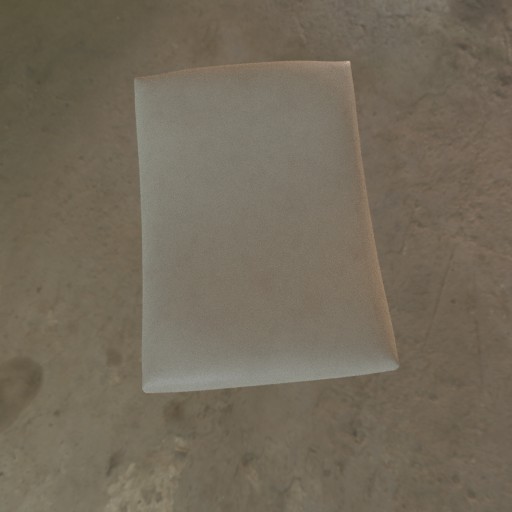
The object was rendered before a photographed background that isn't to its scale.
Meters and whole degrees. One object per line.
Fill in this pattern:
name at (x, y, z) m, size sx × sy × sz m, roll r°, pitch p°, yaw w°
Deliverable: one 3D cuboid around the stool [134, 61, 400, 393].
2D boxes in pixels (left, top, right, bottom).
stool at (0.000, 0.000, 0.947) m, size 0.375 × 0.632 × 0.509 m, roll -5°, pitch 76°, yaw -1°
